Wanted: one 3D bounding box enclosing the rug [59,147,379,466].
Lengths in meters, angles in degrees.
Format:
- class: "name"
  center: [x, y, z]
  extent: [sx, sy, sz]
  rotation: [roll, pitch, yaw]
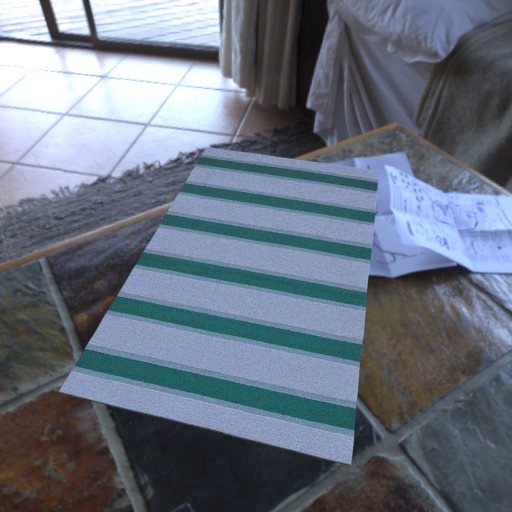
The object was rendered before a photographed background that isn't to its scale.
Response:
- class: "rug"
  center: [0.000, 0.000, 3.010]
  extent: [1.521, 0.015, 2.436]
  rotation: [10, 46, 10]
